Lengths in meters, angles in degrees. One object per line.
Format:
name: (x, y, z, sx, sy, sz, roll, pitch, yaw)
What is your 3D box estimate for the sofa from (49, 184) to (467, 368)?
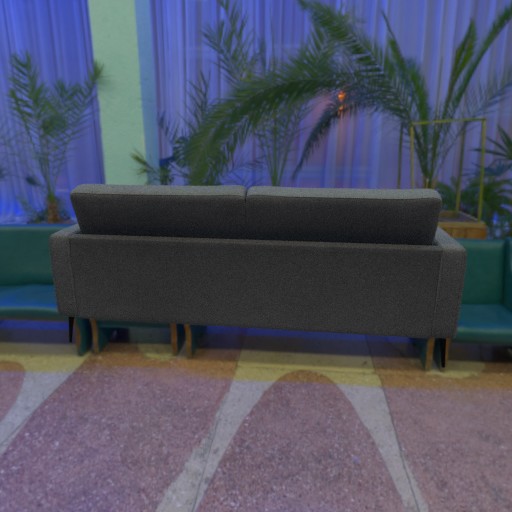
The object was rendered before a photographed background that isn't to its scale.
sofa: (0.000, 0.000, 2.405, 1.925, 0.828, 0.774, 2, 16, 7)
